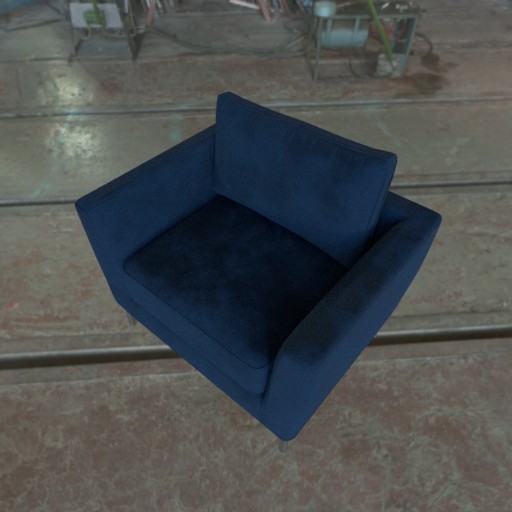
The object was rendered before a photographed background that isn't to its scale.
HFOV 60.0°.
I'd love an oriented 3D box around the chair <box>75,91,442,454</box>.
[{"bbox_3d":[0.000,0.000,1.600,0.977,0.893,0.746,31,53,27],"label":"chair"}]
